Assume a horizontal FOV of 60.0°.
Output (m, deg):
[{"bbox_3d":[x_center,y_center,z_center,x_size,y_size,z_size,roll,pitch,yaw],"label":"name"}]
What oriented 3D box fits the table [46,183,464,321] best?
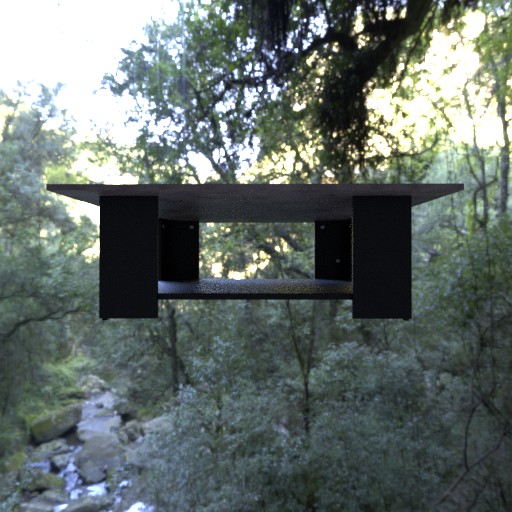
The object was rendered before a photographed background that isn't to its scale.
[{"bbox_3d":[0.000,0.000,1.387,0.890,0.305,0.890,0,0,0],"label":"table"}]
